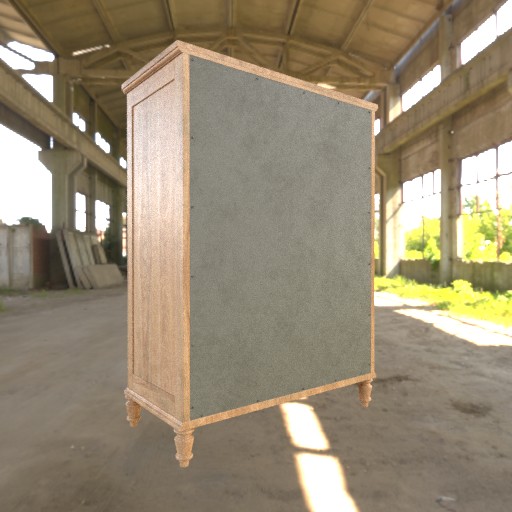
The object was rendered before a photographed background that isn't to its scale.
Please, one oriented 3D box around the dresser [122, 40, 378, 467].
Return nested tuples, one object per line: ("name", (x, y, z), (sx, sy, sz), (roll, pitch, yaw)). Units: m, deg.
("dresser", (0.000, 0.000, 1.834), (0.973, 1.318, 0.484), (0, 1, -38))
